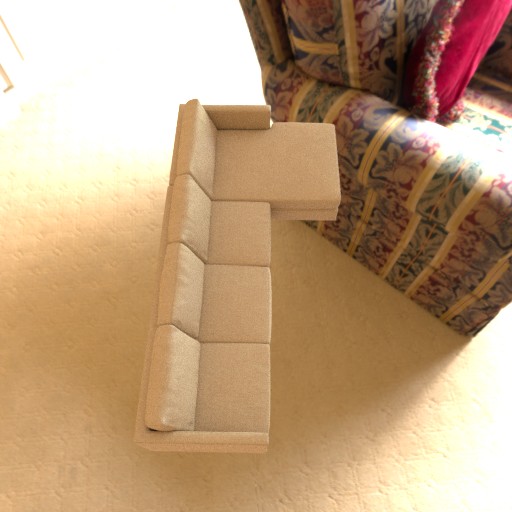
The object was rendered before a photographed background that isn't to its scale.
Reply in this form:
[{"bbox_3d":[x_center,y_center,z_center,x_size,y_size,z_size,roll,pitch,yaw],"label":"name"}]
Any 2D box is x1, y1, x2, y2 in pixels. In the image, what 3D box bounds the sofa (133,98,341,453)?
[{"bbox_3d":[0.000,0.000,3.953,1.625,0.846,3.186,1,63,0],"label":"sofa"}]
